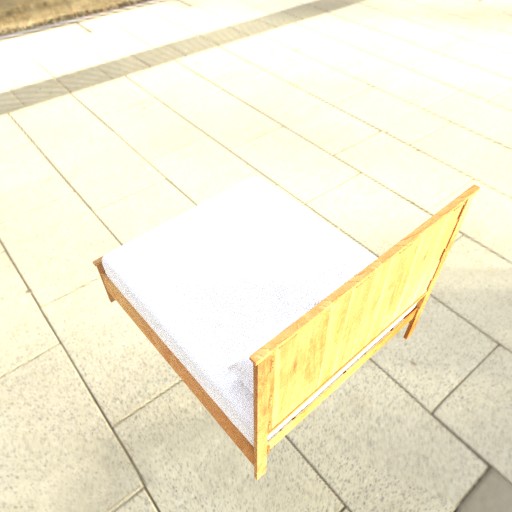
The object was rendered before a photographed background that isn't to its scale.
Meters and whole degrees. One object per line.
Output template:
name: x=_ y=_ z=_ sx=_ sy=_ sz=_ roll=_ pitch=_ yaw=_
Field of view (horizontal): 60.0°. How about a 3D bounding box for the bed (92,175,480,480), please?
bed: x=0.000 y=0.000 z=3.611 sx=1.936 sy=1.686 sz=2.201 roll=-32 pitch=54 yaw=-27
